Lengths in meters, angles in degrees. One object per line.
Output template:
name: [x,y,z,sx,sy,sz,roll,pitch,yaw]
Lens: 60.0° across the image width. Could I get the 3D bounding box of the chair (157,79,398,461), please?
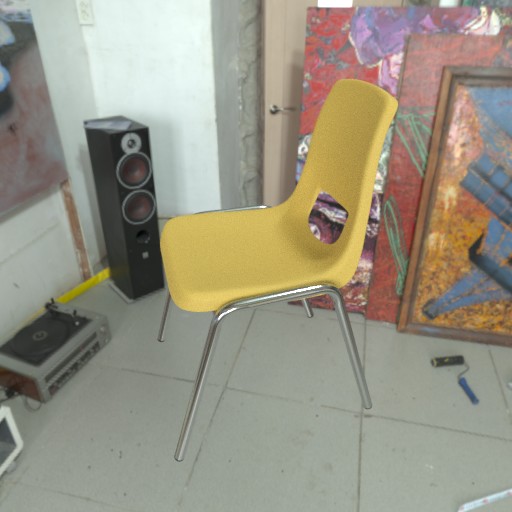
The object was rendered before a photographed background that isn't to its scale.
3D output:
chair: [0.000,0.000,0.907,0.436,0.653,0.381,-8,31,-14]
